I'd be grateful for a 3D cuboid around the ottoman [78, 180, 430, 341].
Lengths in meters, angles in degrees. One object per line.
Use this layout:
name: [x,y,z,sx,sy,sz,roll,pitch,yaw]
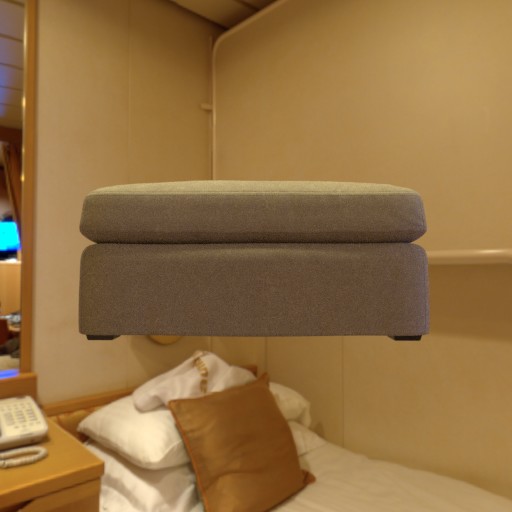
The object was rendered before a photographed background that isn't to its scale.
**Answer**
ottoman: [0.000,0.000,1.603,0.840,0.429,1.199,0,-2,1]
